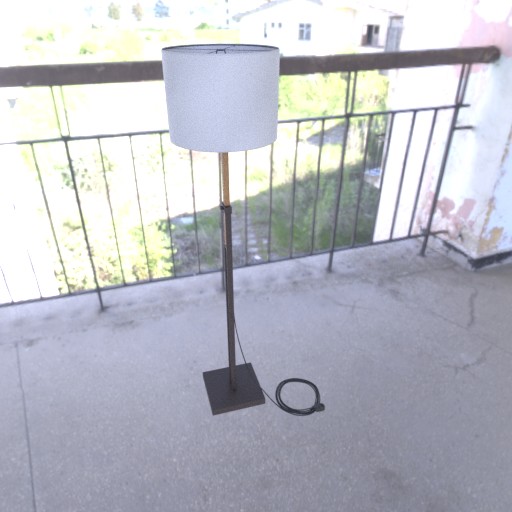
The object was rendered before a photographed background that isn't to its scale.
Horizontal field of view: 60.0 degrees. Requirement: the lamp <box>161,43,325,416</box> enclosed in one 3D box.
[{"bbox_3d":[0.000,0.000,1.936,0.639,1.650,0.474,-8,31,-14],"label":"lamp"}]
